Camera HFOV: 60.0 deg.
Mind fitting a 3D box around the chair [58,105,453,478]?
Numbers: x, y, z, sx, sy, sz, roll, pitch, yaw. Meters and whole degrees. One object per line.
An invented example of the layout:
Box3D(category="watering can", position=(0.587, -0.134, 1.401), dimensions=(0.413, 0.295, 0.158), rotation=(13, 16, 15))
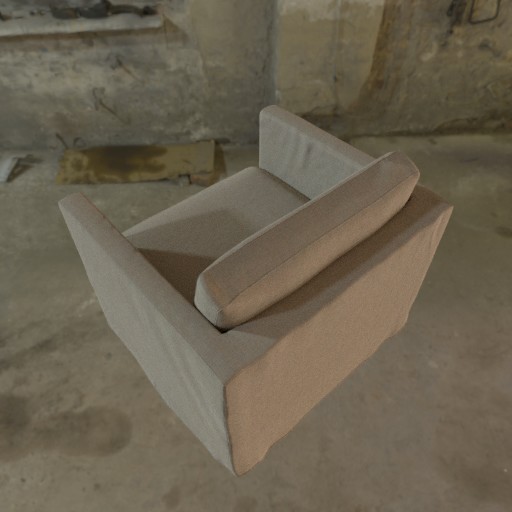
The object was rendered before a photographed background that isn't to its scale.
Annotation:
Box3D(category="chair", position=(0.000, 0.000, 1.710), dimensions=(1.057, 0.863, 0.949), rotation=(-33, 55, -27))
